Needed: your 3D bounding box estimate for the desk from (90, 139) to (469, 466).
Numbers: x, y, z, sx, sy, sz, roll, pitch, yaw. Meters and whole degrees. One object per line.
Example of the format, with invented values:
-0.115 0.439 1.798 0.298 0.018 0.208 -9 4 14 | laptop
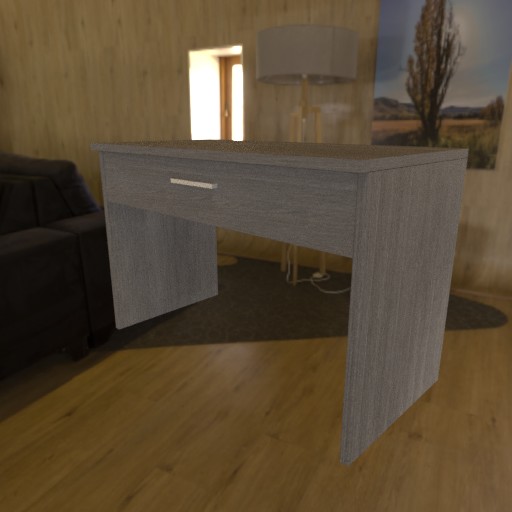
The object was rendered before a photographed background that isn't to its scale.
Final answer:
0.000 0.000 1.505 1.099 0.729 0.557 15 23 42 | desk
